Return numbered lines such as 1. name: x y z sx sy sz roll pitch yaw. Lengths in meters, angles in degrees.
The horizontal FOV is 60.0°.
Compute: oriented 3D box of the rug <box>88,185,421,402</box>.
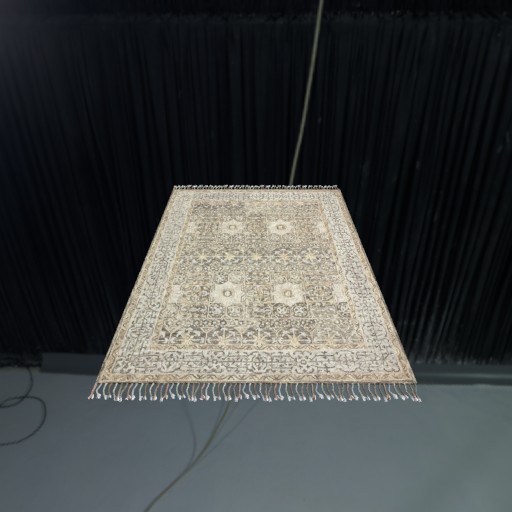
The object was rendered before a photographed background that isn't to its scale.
1. rug: 0.000 0.000 2.487 1.237 0.010 2.029 0 32 0
